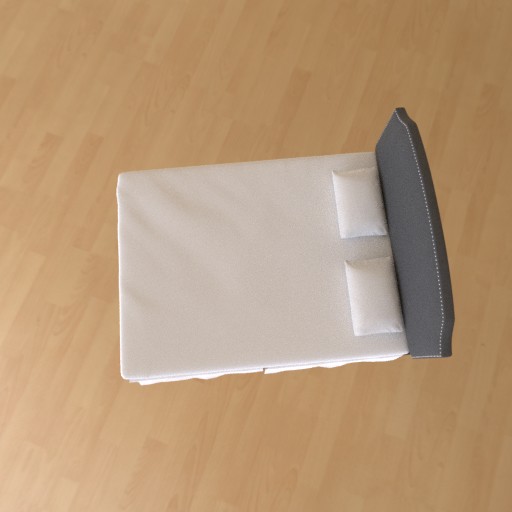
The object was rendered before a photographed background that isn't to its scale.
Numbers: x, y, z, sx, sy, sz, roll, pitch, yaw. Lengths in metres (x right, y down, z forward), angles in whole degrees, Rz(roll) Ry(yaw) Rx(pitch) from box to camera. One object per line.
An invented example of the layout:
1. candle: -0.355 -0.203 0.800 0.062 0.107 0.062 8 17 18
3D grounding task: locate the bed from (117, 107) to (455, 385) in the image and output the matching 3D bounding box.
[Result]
1. bed: 0.000 0.000 2.980 1.999 1.270 1.558 -5 76 -1
